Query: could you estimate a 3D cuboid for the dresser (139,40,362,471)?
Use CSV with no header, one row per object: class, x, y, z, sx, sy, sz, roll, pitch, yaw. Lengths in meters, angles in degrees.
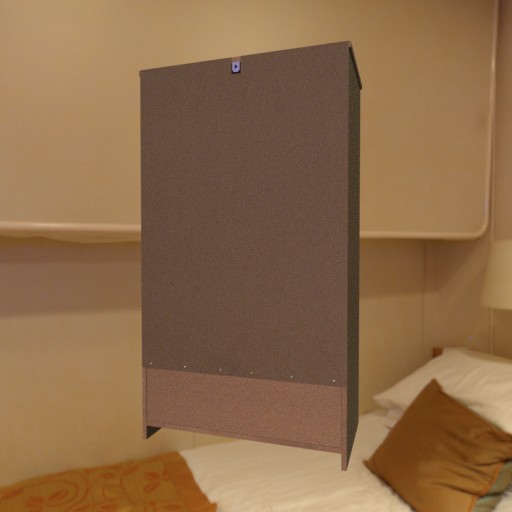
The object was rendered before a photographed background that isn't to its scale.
dresser,0.000,0.000,1.585,0.704,1.255,0.399,0,1,18
